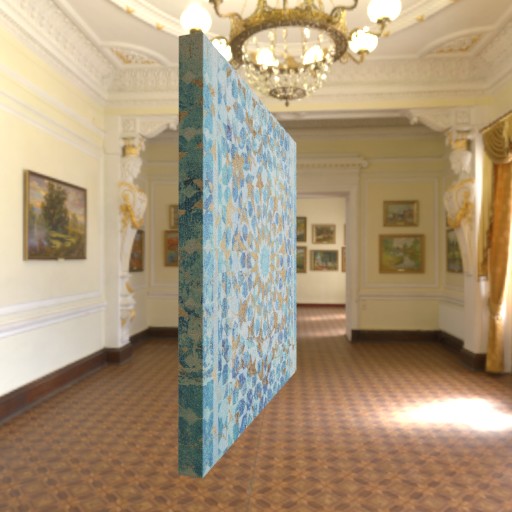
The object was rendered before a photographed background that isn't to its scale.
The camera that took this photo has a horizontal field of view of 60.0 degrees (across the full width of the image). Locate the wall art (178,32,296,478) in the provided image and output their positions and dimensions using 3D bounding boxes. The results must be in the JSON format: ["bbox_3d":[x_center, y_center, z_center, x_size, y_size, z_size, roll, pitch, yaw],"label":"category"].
[{"bbox_3d":[0.000,0.000,0.900,0.040,0.609,0.609,0,0,17],"label":"wall art"}]
